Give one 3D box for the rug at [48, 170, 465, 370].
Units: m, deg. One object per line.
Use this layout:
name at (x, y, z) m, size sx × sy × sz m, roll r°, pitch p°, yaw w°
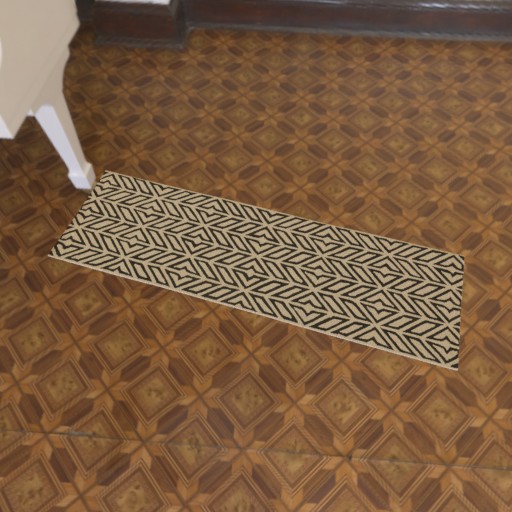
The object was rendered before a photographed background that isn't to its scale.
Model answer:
rug at (0.000, 0.000, 2.707) m, size 2.435 × 0.009 × 0.750 m, roll 14°, pitch 58°, yaw 9°
